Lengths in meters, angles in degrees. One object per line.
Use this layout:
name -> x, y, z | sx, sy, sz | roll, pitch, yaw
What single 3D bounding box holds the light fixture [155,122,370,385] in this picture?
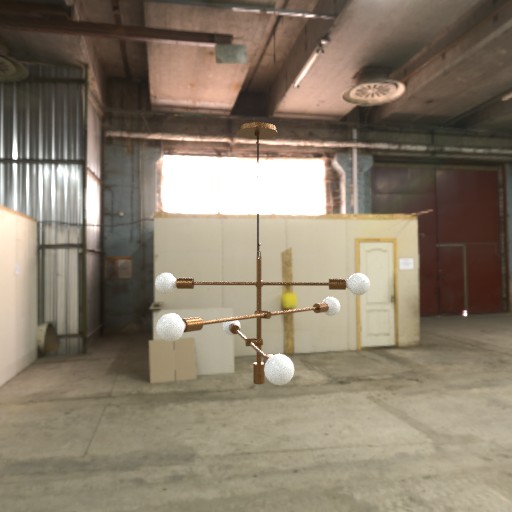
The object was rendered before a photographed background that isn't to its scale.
light fixture -> 0.000, 0.000, 1.296 | 0.637, 0.744, 0.682 | 0, -1, 17
